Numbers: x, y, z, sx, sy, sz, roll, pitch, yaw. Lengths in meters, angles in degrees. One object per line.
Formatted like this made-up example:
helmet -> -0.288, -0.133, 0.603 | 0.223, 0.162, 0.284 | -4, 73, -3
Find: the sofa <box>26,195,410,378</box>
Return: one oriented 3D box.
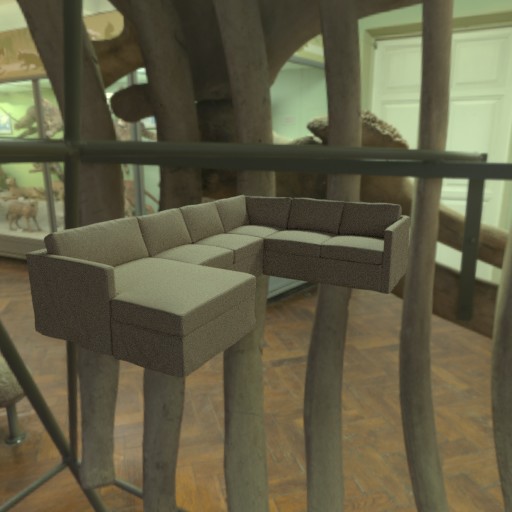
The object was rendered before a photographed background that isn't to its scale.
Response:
sofa -> 0.000, 0.000, 4.603 | 2.476, 0.878, 3.528 | 8, 16, 28
